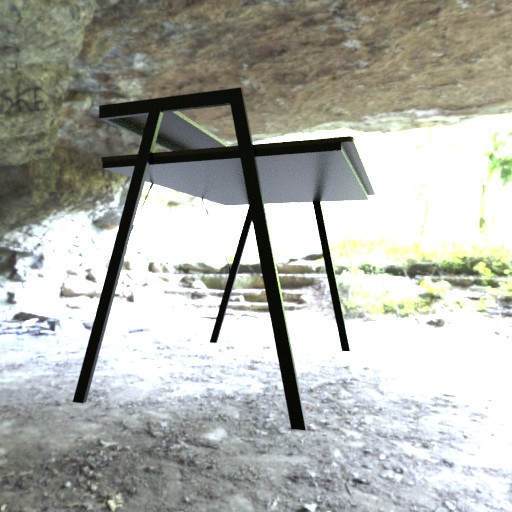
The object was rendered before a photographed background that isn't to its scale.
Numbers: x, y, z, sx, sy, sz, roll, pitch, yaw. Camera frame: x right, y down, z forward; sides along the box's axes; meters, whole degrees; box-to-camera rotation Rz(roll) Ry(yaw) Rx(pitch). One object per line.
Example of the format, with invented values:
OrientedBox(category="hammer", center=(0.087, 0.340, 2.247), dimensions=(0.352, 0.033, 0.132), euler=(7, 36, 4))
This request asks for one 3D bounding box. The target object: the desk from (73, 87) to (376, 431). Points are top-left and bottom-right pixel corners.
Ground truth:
OrientedBox(category="desk", center=(0.000, 0.000, 1.904), dimensions=(0.936, 0.998, 1.143), euler=(0, 0, 18))
